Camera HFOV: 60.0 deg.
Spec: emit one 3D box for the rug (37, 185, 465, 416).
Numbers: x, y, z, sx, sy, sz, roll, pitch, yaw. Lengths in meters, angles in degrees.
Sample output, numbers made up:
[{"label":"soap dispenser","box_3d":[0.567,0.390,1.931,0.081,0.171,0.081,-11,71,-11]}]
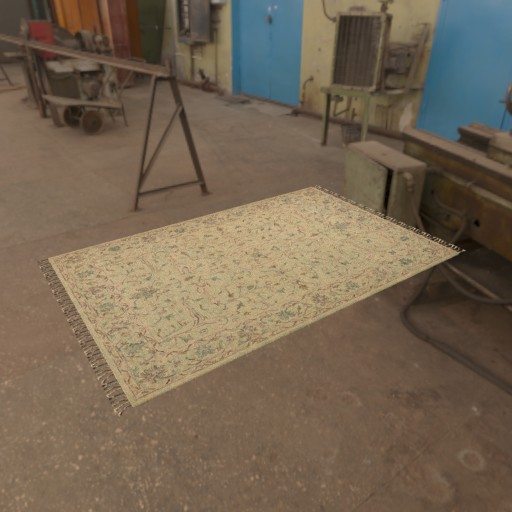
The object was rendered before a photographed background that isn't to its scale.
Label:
[{"label":"rug","box_3d":[0.000,0.000,2.956,2.435,0.010,1.544,-19,35,-30]}]
